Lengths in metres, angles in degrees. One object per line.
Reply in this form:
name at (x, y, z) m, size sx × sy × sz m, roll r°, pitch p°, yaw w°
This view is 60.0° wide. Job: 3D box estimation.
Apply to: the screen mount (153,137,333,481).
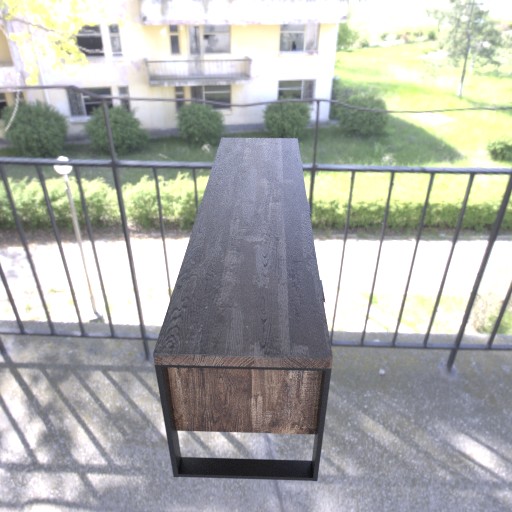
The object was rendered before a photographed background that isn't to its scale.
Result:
screen mount at (0.000, 0.000, 1.707) m, size 0.395 × 0.450 × 1.524 m, roll 1°, pitch 32°, yaw 1°
